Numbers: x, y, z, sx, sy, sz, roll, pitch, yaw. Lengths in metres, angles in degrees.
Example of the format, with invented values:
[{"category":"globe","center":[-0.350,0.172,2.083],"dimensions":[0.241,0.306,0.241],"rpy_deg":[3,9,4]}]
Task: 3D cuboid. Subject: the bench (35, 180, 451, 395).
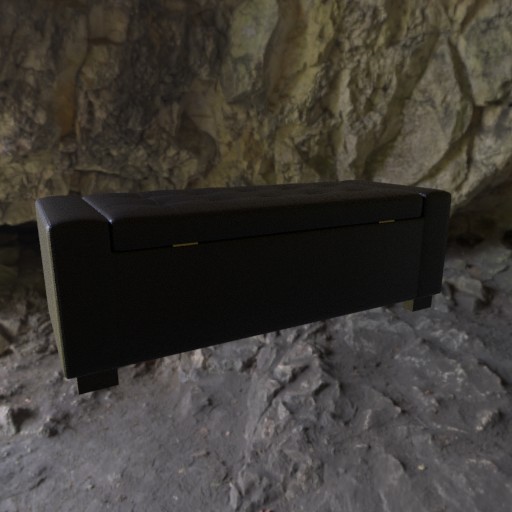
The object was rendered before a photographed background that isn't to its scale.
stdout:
[{"category":"bench","center":[0.000,0.000,1.513],"dimensions":[1.296,0.445,0.508],"rpy_deg":[-8,17,-27]}]
